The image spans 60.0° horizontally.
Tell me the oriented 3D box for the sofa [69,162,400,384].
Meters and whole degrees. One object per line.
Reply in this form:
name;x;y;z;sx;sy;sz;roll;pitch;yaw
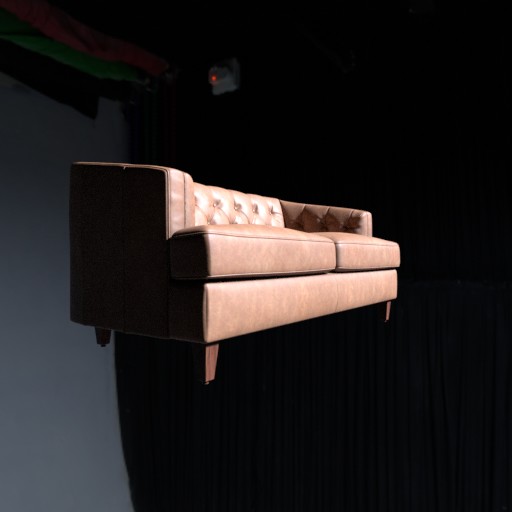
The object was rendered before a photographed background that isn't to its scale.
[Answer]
sofa;0.000;0.000;2.232;0.914;0.786;1.755;0;0;35
